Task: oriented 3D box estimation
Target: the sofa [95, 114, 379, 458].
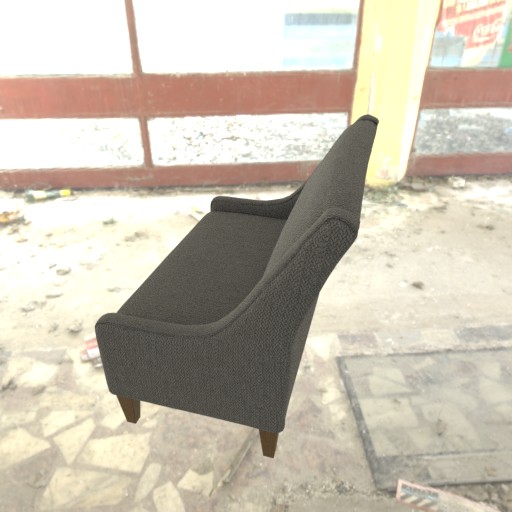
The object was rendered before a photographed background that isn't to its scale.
[{"bbox_3d":[0.000,0.000,1.939,0.873,1.022,1.242,8,31,14],"label":"sofa"}]
